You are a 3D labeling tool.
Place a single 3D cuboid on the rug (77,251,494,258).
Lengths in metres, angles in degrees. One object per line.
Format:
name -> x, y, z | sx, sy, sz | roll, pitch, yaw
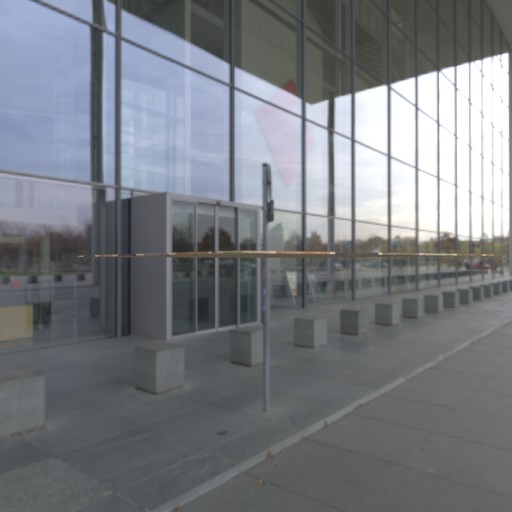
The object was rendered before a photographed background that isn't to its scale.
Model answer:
rug -> 0.000, 0.000, 4.144 | 2.439, 0.013, 3.200 | 0, -1, -35
